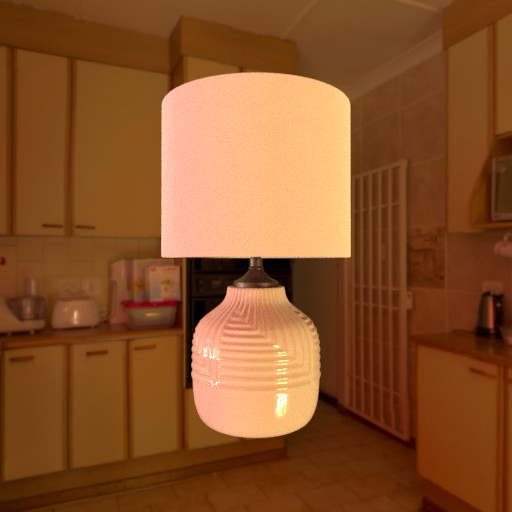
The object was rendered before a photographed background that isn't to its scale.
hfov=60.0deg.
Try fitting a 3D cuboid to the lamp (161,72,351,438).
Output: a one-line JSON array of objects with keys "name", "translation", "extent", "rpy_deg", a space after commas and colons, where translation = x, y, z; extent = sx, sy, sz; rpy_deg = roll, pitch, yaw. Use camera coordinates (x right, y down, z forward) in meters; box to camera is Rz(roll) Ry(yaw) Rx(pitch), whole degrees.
[{"name": "lamp", "translation": [0.000, 0.000, 0.761], "extent": [0.318, 0.567, 0.318], "rpy_deg": [0, -1, 0]}]
